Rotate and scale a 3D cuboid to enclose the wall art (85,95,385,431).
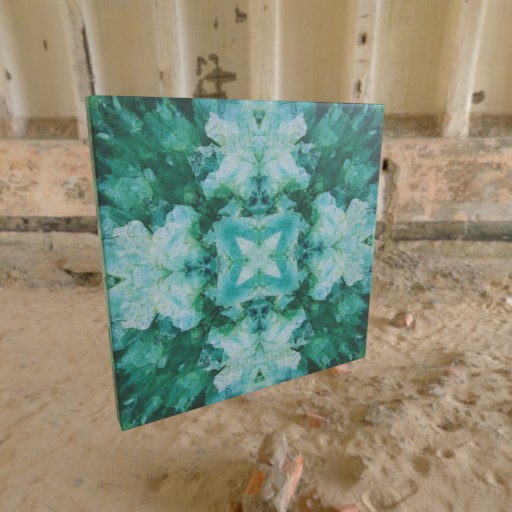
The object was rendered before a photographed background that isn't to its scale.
[{"bbox_3d":[0.000,0.000,0.767,0.507,0.508,0.038,-8,18,-27],"label":"wall art"}]
